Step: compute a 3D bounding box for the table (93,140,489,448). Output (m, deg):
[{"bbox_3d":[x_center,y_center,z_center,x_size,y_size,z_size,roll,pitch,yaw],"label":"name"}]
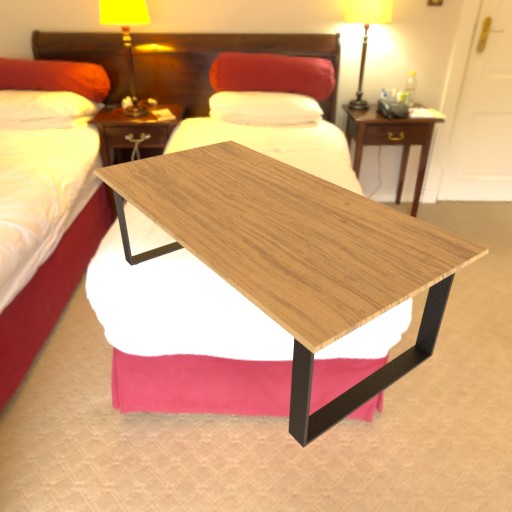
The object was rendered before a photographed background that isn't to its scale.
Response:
[{"bbox_3d":[0.000,0.000,1.673,0.693,0.445,1.331,-21,37,-31],"label":"table"}]
